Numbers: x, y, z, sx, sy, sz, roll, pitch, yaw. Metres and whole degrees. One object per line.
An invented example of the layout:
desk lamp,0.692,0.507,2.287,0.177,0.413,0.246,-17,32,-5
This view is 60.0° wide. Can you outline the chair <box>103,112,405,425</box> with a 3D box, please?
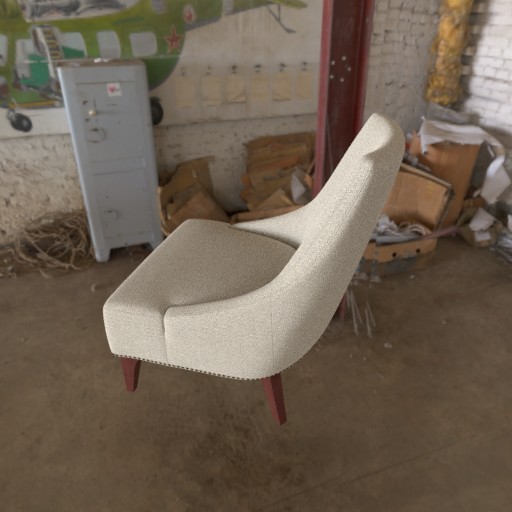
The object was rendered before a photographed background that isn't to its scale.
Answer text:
chair,0.000,0.000,1.543,0.861,0.909,0.701,8,31,14
